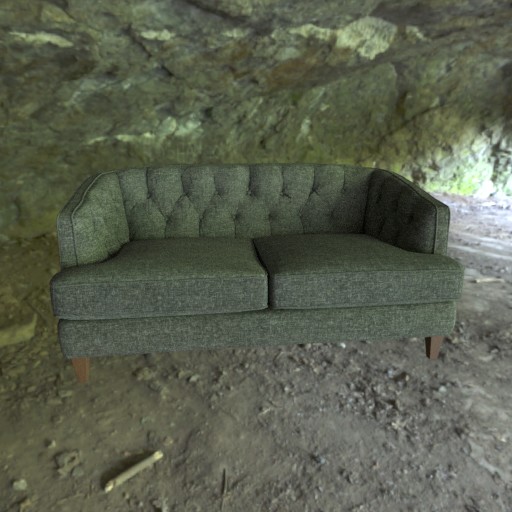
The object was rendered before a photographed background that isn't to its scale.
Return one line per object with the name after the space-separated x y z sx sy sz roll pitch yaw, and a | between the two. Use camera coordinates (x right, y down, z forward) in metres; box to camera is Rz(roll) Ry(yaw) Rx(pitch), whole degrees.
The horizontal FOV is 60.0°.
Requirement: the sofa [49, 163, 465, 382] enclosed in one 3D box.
0.000 0.000 2.218 1.733 0.855 0.941 -2 16 -7 | sofa
